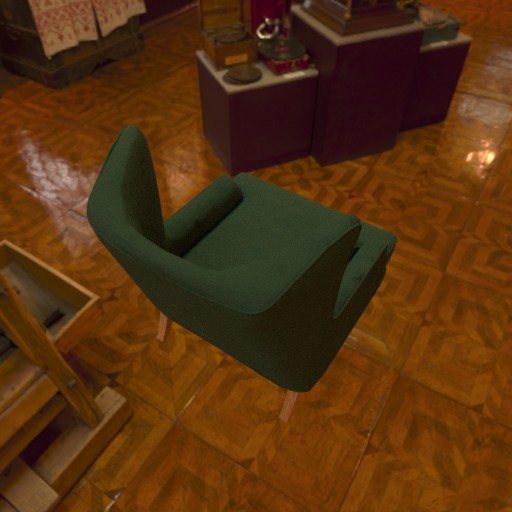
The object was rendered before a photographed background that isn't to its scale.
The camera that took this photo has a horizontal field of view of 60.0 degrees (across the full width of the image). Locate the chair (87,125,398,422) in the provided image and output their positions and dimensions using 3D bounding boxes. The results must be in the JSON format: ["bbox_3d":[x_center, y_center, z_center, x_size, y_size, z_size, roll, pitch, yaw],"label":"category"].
[{"bbox_3d":[0.000,0.000,1.632,0.793,0.952,0.910,26,52,23],"label":"chair"}]
